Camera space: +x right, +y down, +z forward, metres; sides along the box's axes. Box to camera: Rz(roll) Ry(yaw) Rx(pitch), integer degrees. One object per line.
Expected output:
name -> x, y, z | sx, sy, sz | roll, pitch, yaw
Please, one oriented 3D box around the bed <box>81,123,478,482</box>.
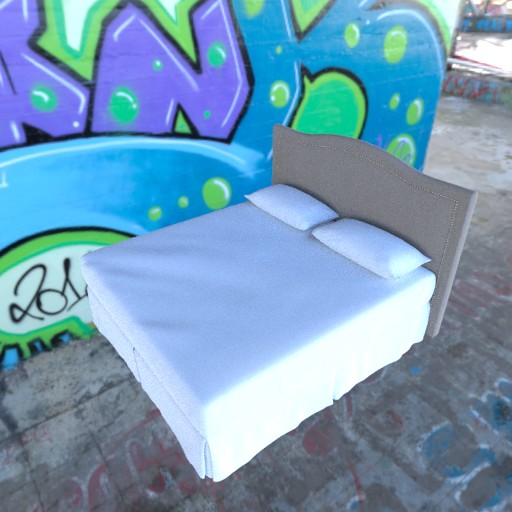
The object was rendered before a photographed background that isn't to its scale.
bed -> 0.000, 0.000, 3.416 | 2.182, 1.421, 2.083 | -22, 38, -31
